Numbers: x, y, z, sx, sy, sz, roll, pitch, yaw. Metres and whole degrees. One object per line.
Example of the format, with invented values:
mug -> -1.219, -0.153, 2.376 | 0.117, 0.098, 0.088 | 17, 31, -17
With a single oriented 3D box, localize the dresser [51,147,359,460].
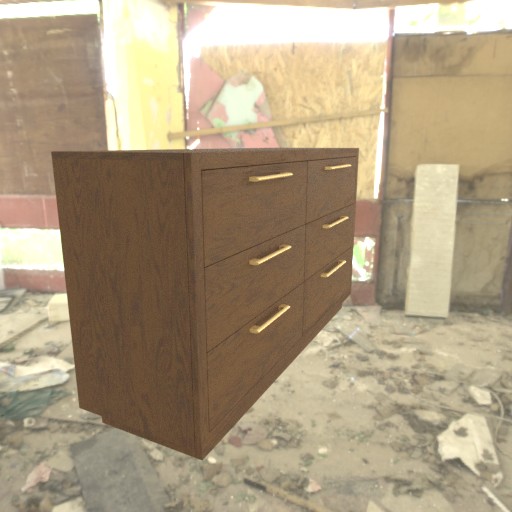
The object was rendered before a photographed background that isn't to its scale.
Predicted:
dresser -> 0.000, 0.000, 1.896 | 0.512, 0.889, 1.523 | 7, 16, 26
